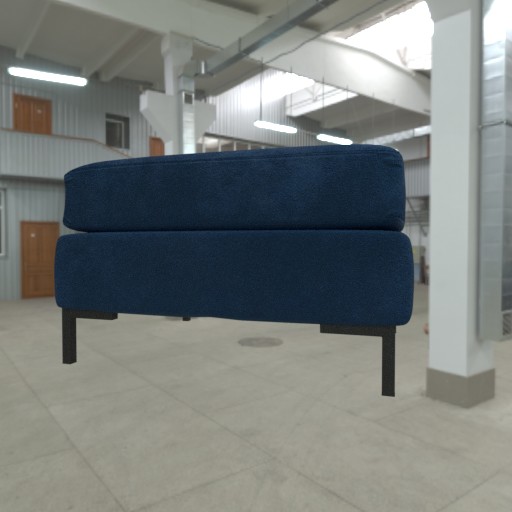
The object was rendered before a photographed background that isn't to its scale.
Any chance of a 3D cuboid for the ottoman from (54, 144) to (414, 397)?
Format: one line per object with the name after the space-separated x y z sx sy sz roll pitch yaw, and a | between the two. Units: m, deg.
0.000 0.000 1.194 0.794 0.485 0.655 0 2 18 | ottoman
